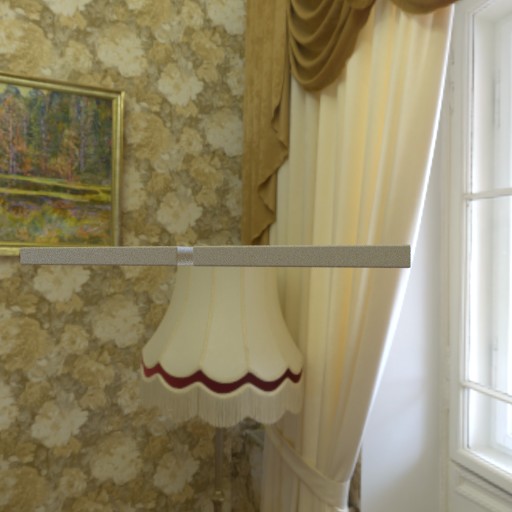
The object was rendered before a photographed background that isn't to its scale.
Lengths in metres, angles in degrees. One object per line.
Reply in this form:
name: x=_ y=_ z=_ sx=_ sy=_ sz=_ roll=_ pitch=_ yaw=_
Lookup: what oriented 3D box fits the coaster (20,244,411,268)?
coaster: x=0.000 y=0.000 z=0.324 sx=0.214 sy=0.010 sz=0.219 roll=0 pitch=0 yaw=19
